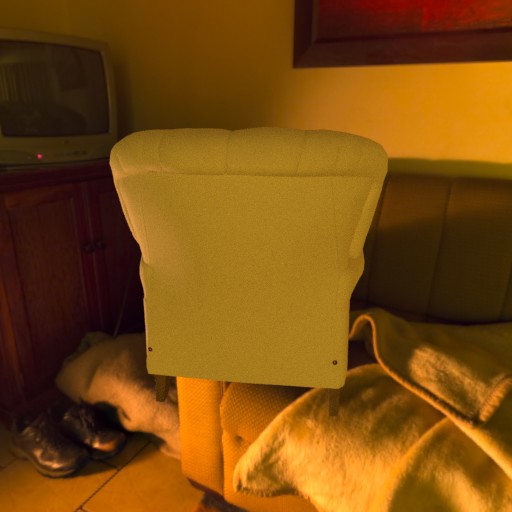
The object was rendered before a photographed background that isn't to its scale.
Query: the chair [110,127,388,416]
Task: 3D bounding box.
[{"bbox_3d":[0.000,0.000,2.058,1.035,1.169,1.132,2,18,7],"label":"chair"}]
